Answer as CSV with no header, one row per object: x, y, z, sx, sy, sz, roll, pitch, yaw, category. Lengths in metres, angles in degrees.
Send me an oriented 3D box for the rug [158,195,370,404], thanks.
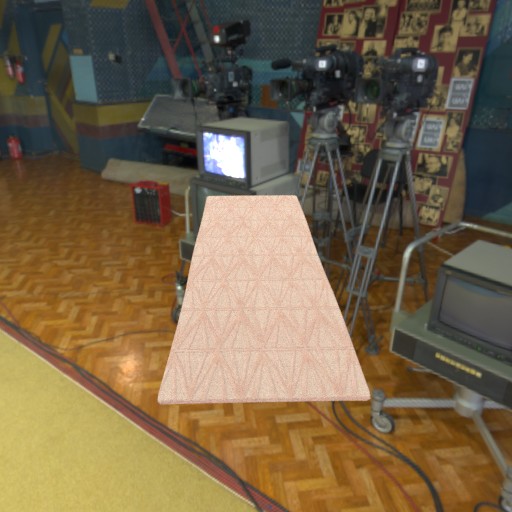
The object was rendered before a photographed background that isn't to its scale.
0.000,0.000,2.649,0.760,0.015,2.435,-1,25,-1,rug
